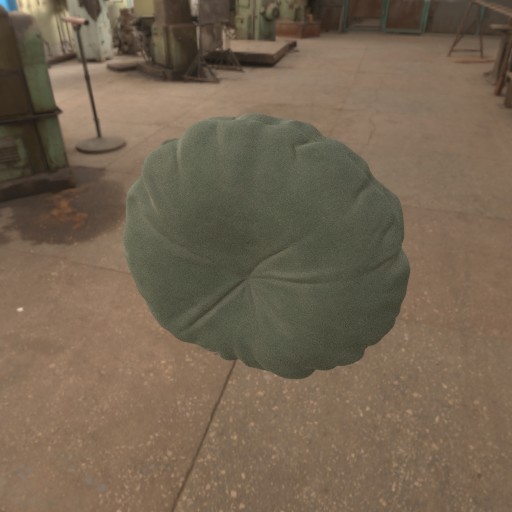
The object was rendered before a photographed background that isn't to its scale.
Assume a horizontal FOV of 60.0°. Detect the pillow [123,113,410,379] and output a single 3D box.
[{"bbox_3d":[0.000,0.000,0.651,0.428,0.407,0.148,10,34,15],"label":"pillow"}]
